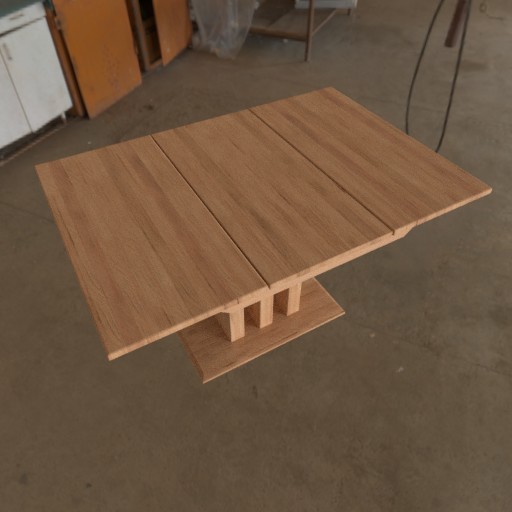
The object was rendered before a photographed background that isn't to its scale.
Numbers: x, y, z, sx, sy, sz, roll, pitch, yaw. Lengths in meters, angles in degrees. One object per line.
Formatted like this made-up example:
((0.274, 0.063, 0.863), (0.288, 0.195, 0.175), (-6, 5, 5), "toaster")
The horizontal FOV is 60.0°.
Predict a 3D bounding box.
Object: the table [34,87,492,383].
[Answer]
((0.000, 0.000, 1.793), (1.300, 0.770, 0.900), (-22, 49, -21), "table")
